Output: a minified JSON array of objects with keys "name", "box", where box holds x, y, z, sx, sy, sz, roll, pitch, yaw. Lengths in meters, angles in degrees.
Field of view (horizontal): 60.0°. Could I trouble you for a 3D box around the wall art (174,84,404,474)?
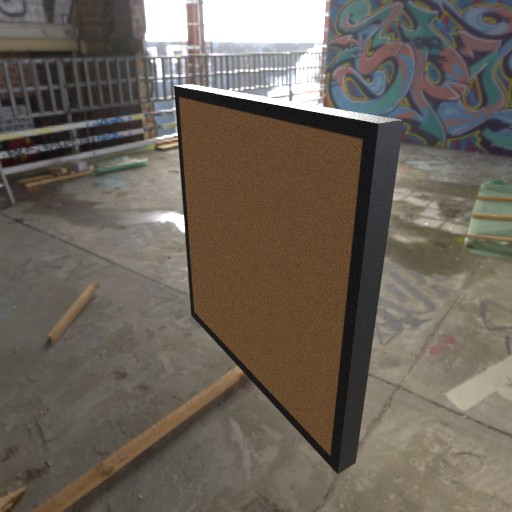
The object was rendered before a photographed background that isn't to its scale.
[{"name":"wall art","box":[0.000,0.000,0.749,0.037,0.506,0.506,-16,30,-29]}]
